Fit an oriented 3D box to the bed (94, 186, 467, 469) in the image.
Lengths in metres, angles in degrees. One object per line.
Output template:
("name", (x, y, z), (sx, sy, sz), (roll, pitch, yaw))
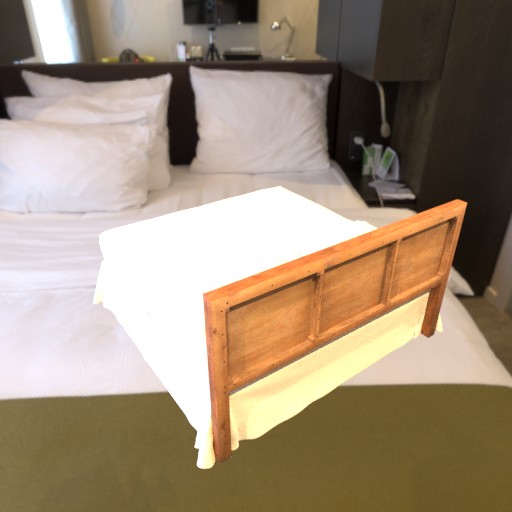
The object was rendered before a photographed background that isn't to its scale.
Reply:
("bed", (0.000, 0.000, 3.549), (2.255, 1.158, 2.165), (-19, 35, -30))
